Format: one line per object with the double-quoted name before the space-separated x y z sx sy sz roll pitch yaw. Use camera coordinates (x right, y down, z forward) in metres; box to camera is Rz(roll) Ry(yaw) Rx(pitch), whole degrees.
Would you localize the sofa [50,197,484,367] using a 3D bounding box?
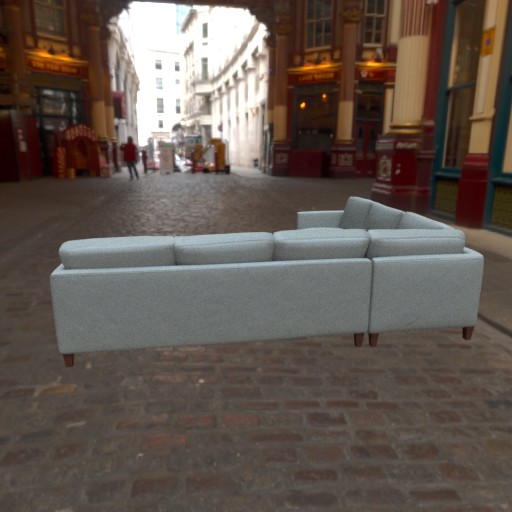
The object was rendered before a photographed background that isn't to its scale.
"sofa" 0.000 0.000 4.519 3.301 0.947 2.592 -2 14 -8
